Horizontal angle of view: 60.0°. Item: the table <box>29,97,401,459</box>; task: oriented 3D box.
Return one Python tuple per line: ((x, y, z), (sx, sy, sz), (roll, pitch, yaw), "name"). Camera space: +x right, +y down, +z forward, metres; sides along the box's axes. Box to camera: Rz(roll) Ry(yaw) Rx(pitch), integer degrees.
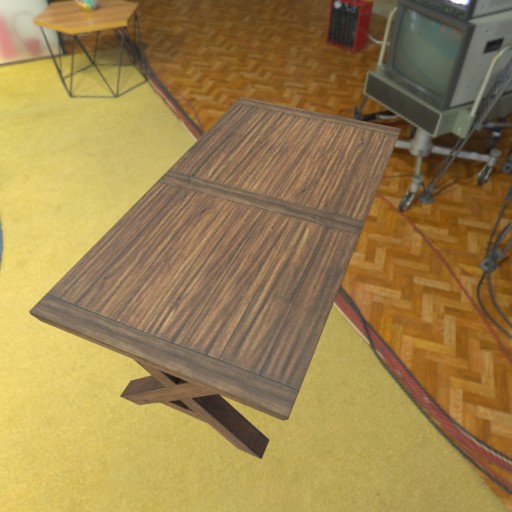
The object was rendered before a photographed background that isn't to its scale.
((0.000, 0.000, 2.484), (1.071, 0.793, 1.966), (17, 48, 16), "table")
